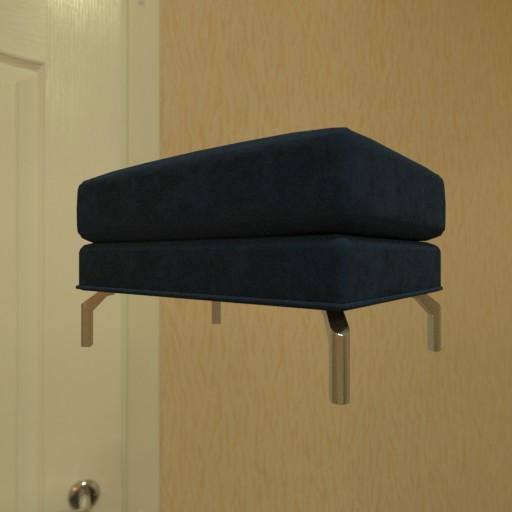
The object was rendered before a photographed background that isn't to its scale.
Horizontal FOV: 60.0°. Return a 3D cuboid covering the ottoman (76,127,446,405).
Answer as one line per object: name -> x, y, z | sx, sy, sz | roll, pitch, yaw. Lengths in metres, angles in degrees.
ottoman -> 0.000, 0.000, 1.197 | 0.835, 0.498, 0.587 | 0, 0, 38
